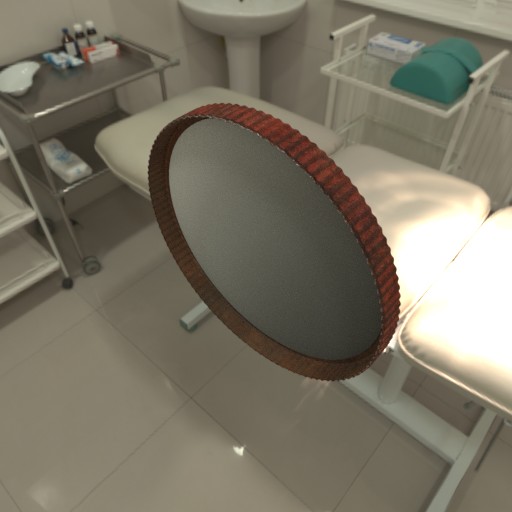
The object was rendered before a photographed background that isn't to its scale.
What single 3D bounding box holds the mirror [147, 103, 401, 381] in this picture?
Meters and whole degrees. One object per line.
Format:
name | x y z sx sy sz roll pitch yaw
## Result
mirror | 0.000 0.000 0.903 0.609 0.609 0.056 33 54 28
